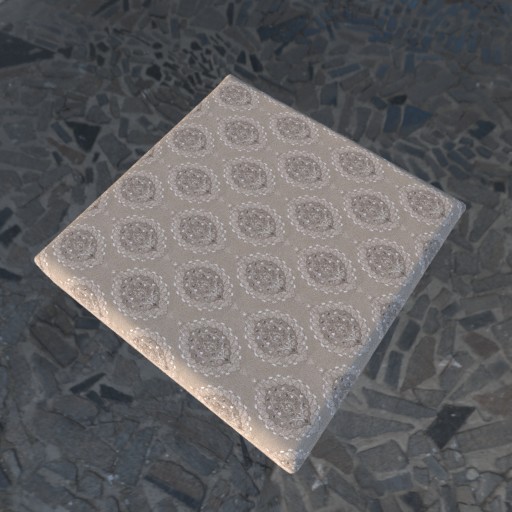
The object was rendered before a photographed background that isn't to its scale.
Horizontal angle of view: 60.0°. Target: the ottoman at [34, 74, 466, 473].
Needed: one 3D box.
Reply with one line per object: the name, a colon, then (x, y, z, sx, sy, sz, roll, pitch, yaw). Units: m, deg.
ottoman: (0.000, 0.000, 1.398, 0.890, 0.411, 0.889, 34, 69, 15)
